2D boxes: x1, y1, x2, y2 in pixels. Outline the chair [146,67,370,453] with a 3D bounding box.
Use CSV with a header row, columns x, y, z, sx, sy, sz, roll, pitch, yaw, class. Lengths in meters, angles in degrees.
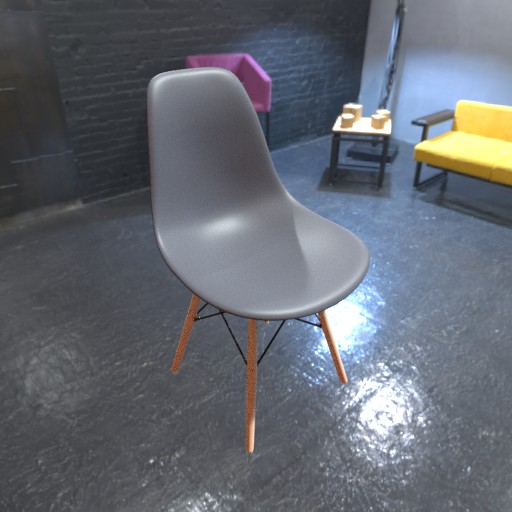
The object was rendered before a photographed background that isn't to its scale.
x,y,z,sx,sy,sz,roll,pitch,yaw,class
0.000,0.000,1.123,0.470,0.826,0.533,-23,38,-33,chair
